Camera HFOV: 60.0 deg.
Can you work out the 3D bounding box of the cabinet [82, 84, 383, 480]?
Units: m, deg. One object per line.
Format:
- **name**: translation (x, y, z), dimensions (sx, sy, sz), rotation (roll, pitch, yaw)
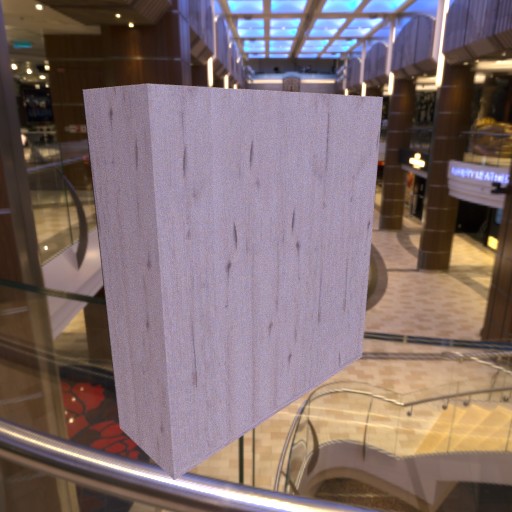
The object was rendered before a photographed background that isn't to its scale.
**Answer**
- **cabinet**: translation (0.000, 0.000, 3.175), dimensions (2.000, 2.180, 0.660), rotation (-16, 24, -42)
